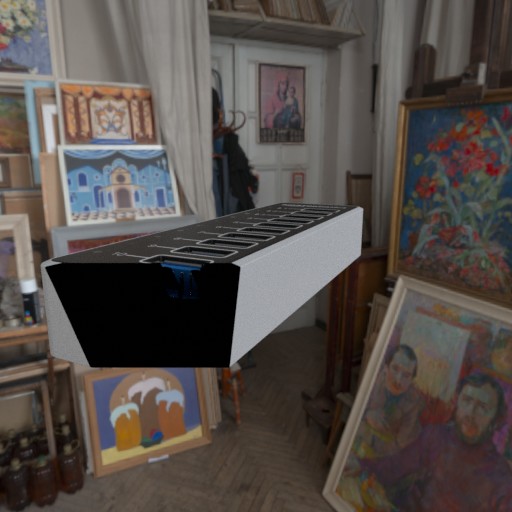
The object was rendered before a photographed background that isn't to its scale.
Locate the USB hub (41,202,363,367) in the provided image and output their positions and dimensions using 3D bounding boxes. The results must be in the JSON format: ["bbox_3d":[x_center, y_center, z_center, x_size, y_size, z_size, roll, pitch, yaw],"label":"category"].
[{"bbox_3d":[0.000,0.000,0.158,0.044,0.023,0.145,6,14,25],"label":"USB hub"}]
